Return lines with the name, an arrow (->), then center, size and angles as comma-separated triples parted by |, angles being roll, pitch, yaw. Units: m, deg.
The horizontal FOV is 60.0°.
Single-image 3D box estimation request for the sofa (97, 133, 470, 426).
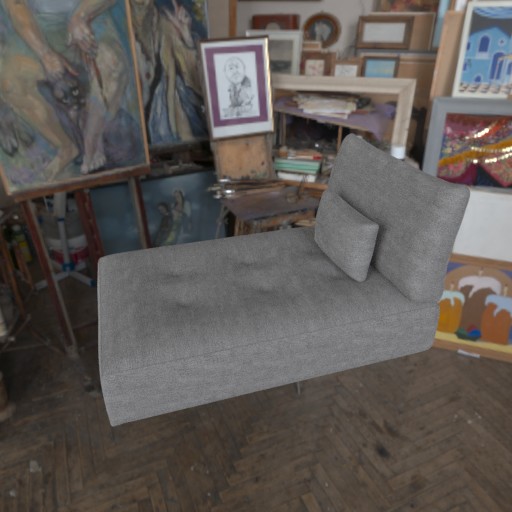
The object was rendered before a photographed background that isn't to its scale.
sofa -> 0.000, 0.000, 2.032 | 1.450, 0.820, 0.930 | -9, 30, -16
